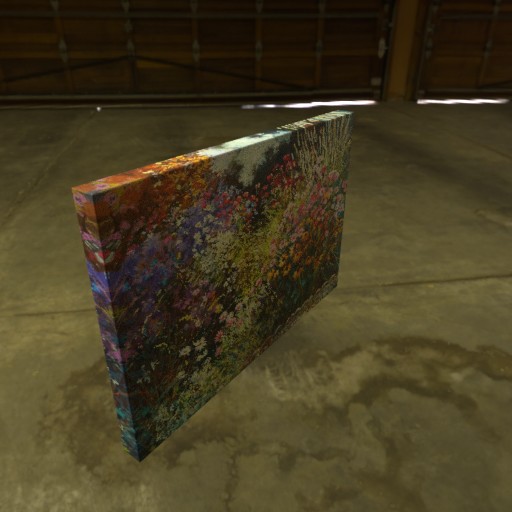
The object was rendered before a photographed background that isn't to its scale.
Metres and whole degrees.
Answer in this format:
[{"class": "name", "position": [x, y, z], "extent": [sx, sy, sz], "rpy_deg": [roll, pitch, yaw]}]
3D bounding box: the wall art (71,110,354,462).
[{"class": "wall art", "position": [0.000, 0.000, 0.773], "extent": [0.037, 0.406, 0.610], "rpy_deg": [19, 33, 32]}]
